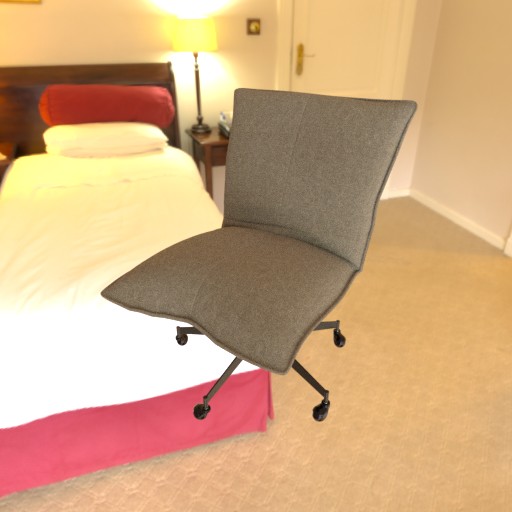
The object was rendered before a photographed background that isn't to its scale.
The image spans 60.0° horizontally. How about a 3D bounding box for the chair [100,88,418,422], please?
[{"bbox_3d":[0.000,0.000,1.266,0.597,0.811,0.696,17,33,29],"label":"chair"}]
